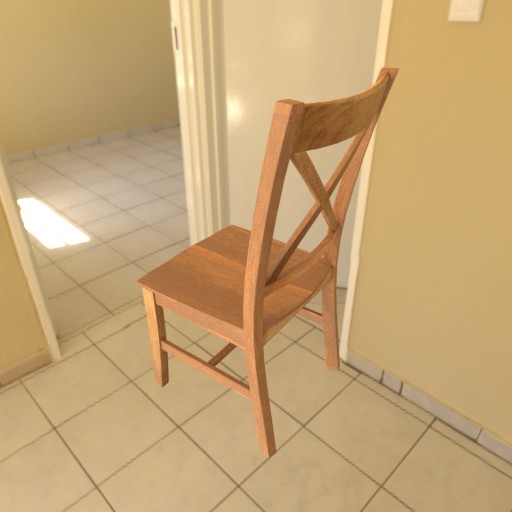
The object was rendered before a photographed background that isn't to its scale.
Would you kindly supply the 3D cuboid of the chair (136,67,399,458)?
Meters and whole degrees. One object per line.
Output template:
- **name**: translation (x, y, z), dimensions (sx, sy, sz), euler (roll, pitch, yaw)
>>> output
- **chair**: translation (0.000, 0.000, 1.266), dimensions (0.542, 0.983, 0.485), euler (20, 36, 30)
